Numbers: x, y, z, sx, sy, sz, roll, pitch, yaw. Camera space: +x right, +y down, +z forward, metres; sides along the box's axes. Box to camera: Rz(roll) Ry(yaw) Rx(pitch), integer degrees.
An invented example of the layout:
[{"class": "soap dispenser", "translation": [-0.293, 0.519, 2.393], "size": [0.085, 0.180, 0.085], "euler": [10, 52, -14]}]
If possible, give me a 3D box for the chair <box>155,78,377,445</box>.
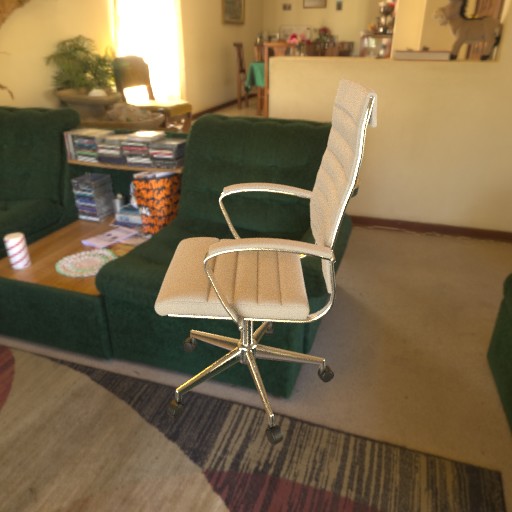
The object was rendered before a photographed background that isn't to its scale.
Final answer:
[{"class": "chair", "translation": [0.000, 0.000, 1.580], "size": [0.667, 1.149, 0.679], "euler": [0, 27, 0]}]
